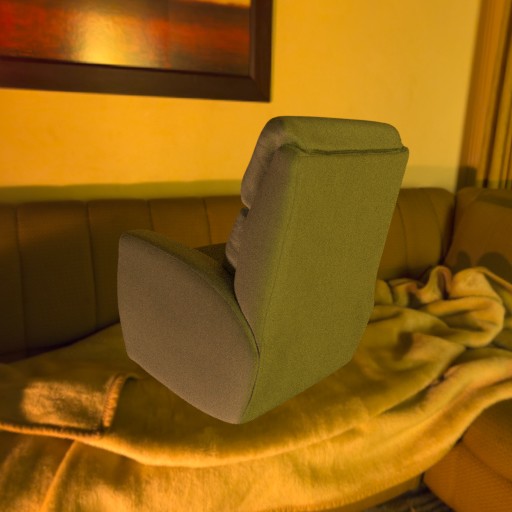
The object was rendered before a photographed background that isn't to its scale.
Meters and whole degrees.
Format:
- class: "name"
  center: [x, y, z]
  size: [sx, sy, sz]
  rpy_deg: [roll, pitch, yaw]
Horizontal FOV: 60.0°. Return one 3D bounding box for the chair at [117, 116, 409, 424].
- class: "chair"
  center: [0.000, 0.000, 1.745]
  size: [0.794, 1.016, 0.940]
  rpy_deg: [-14, 20, -43]
